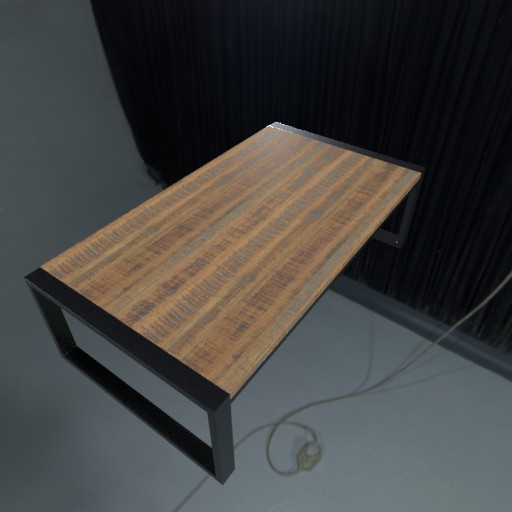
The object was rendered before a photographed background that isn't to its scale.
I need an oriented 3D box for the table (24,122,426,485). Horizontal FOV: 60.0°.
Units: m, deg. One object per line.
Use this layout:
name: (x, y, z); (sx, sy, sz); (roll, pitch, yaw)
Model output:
table: (0.000, 0.000, 1.710); (0.750, 0.400, 1.350); (26, 47, 26)
